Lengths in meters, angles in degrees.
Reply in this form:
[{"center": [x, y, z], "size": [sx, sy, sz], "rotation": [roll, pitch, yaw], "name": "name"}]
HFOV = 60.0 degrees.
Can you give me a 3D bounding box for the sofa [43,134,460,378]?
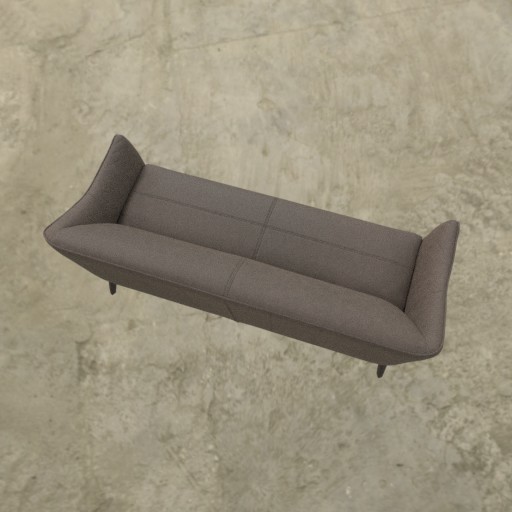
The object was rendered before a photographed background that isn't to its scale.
[{"center": [0.000, 0.000, 2.373], "size": [1.928, 0.831, 0.869], "rotation": [16, 64, 8], "name": "sofa"}]
